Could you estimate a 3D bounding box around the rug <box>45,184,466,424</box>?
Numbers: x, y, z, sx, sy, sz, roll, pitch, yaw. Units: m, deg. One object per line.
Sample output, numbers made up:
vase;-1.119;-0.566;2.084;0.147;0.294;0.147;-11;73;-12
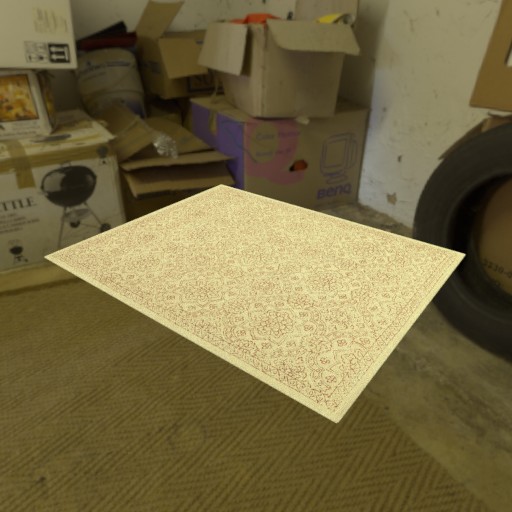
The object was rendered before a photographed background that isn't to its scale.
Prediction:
rug;0.000;0.000;4.101;3.050;0.015;2.441;21;35;32
